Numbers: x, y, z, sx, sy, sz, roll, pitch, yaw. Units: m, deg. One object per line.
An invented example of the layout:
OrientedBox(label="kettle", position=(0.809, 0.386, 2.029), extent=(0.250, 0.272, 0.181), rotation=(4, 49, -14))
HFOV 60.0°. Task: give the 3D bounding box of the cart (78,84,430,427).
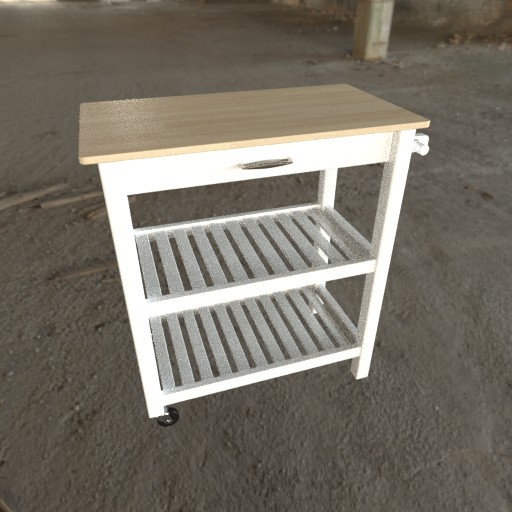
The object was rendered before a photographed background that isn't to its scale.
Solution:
OrientedBox(label="cart", position=(0.000, 0.000, 1.439), extent=(0.899, 0.927, 0.457), rotation=(-10, 34, -15))
